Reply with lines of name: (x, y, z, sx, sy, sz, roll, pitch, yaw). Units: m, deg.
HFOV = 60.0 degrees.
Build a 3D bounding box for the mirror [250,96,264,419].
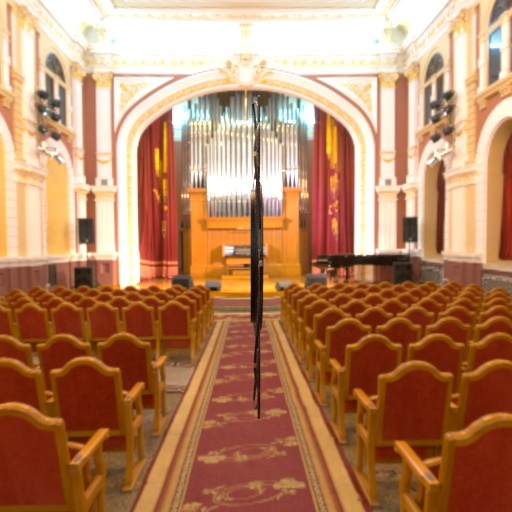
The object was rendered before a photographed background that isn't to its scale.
mirror: (0.000, 0.000, 1.144, 0.028, 0.775, 0.797, 0, 2, -1)
